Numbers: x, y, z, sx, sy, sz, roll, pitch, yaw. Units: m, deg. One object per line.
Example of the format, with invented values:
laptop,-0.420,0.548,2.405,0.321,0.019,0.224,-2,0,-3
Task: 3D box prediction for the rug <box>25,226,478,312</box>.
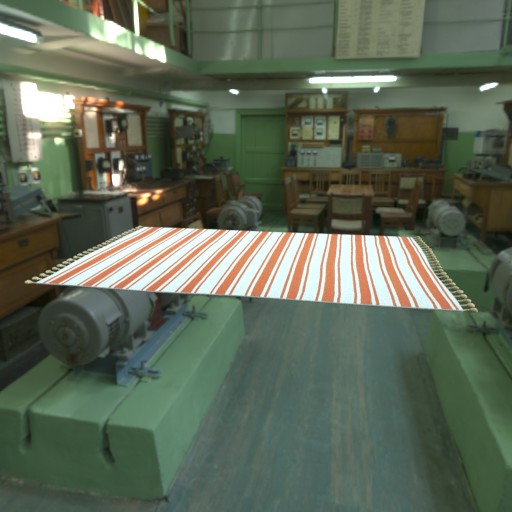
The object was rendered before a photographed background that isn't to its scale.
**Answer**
rug,0.000,0.000,3.037,2.433,0.022,1.556,3,16,10
